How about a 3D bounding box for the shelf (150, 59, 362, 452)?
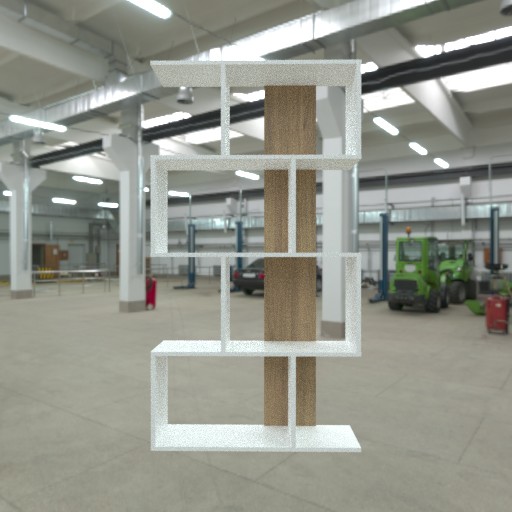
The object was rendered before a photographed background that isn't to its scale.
[{"bbox_3d":[0.000,0.000,1.994,0.890,1.650,0.250,0,0,1],"label":"shelf"}]
